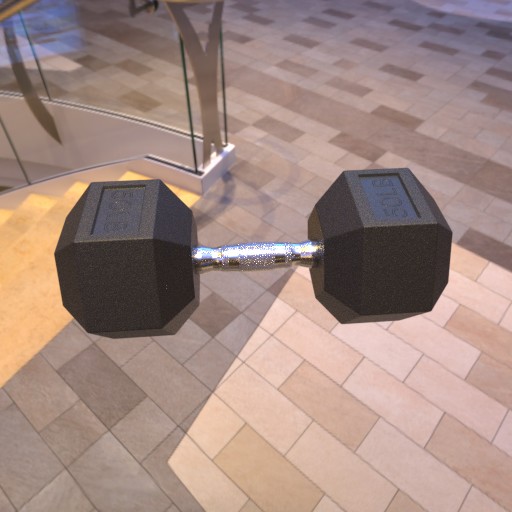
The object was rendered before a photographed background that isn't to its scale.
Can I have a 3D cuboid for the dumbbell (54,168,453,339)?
[{"bbox_3d":[0.000,0.000,0.476,0.384,0.150,0.173,-3,46,-3],"label":"dumbbell"}]
